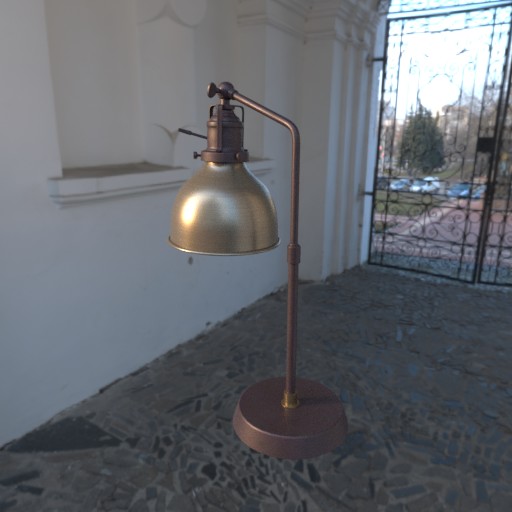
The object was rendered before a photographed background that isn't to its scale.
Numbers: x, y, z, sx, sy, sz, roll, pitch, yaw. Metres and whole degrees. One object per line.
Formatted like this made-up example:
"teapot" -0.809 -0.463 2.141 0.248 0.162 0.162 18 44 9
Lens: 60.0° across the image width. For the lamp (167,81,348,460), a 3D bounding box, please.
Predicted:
"lamp" 0.000 0.000 0.625 0.175 0.469 0.298 -14 21 -43
